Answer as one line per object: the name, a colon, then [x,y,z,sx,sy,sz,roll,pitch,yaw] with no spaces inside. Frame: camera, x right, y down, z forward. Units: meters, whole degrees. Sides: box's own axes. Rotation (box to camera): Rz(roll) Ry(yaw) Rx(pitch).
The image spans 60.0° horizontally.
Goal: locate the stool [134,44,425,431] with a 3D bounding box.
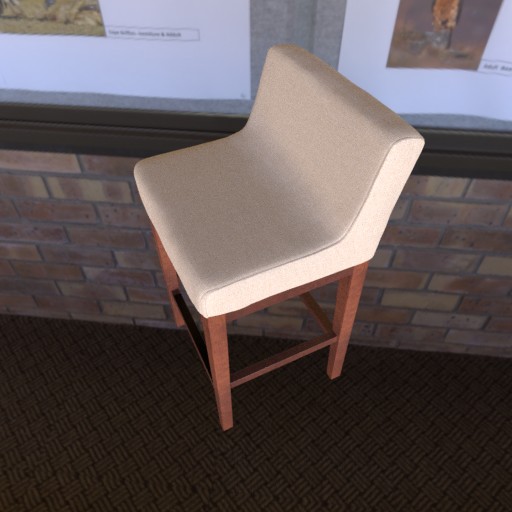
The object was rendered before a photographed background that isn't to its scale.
stool: [0.000,0.000,1.247,0.500,0.937,0.511,-20,49,-18]
